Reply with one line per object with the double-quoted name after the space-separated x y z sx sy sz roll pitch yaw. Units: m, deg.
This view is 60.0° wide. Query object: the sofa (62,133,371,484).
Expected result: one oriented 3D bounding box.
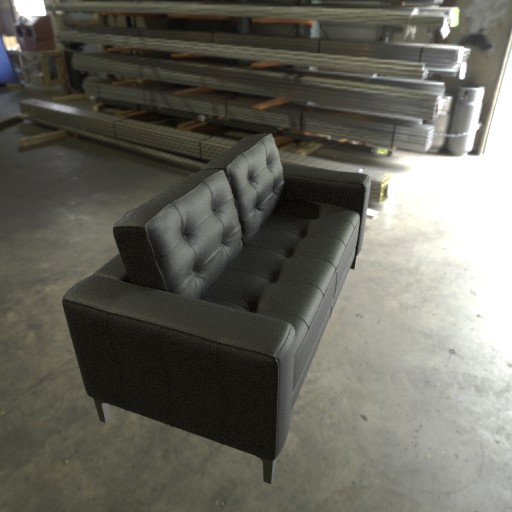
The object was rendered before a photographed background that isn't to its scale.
0.000 0.000 2.190 0.833 0.893 1.726 11 32 19 "sofa"
